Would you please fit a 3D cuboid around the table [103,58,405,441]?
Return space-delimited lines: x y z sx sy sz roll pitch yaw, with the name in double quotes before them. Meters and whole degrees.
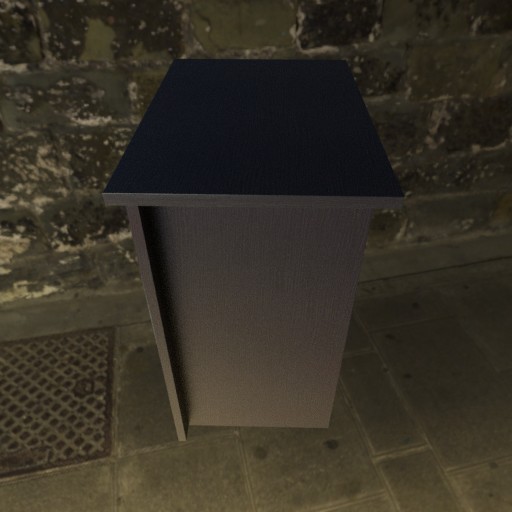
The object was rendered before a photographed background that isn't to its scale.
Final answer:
"table" 0.000 0.000 1.045 0.408 0.711 0.589 1 40 1
